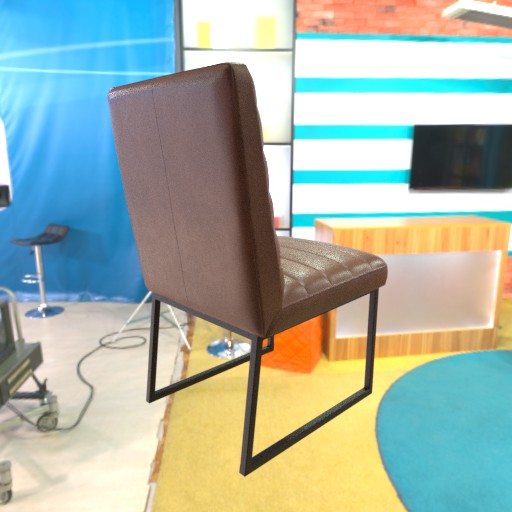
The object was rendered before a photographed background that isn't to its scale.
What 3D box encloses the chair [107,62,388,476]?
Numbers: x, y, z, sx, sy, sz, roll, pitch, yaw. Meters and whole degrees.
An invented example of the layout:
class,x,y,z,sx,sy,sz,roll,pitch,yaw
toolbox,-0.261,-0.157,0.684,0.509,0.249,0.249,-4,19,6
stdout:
class,x,y,z,sx,sy,sz,roll,pitch,yaw
chair,0.000,0.000,1.293,0.634,0.930,0.520,-12,18,-42
